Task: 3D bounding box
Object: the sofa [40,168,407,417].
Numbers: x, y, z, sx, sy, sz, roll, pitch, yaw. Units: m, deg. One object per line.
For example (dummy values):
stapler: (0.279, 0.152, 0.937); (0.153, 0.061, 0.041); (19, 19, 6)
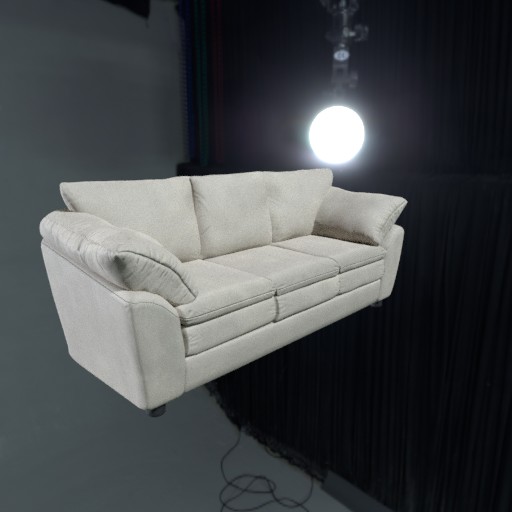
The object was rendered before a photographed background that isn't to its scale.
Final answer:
sofa: (0.000, 0.000, 2.753); (0.878, 0.996, 2.334); (13, 19, 43)
